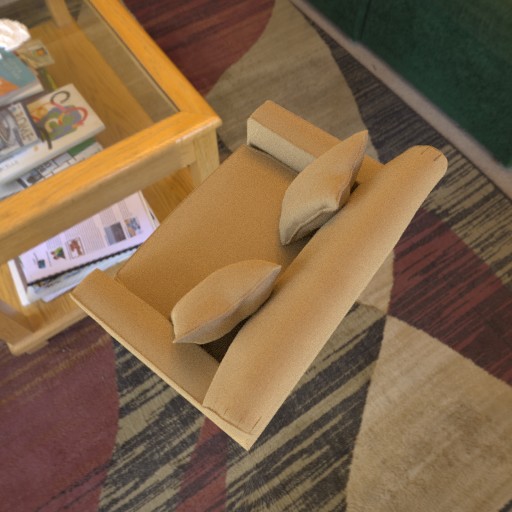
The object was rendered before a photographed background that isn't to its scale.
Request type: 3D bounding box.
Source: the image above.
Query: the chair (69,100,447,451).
[{"bbox_3d":[0.000,0.000,2.091,1.000,0.948,1.383,35,69,15],"label":"chair"}]
